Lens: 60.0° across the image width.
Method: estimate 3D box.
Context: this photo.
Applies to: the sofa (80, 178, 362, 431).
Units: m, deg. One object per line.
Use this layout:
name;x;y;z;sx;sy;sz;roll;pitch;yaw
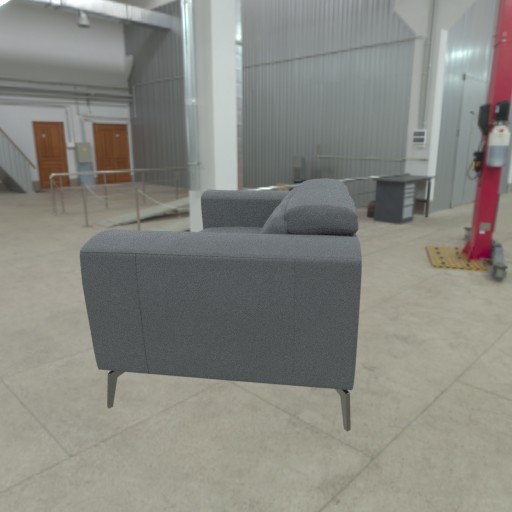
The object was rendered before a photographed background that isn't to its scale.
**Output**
sofa;0.000;0.000;2.430;1.003;0.779;1.895;2;15;9
